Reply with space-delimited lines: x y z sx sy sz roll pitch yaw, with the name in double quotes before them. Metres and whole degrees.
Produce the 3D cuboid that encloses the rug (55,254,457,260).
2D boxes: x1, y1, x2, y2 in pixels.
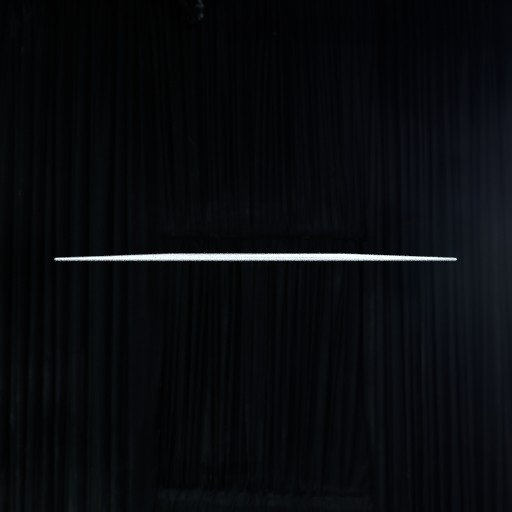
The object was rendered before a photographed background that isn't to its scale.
"rug" 0.000 0.000 2.749 1.533 0.010 2.142 0 1 0
